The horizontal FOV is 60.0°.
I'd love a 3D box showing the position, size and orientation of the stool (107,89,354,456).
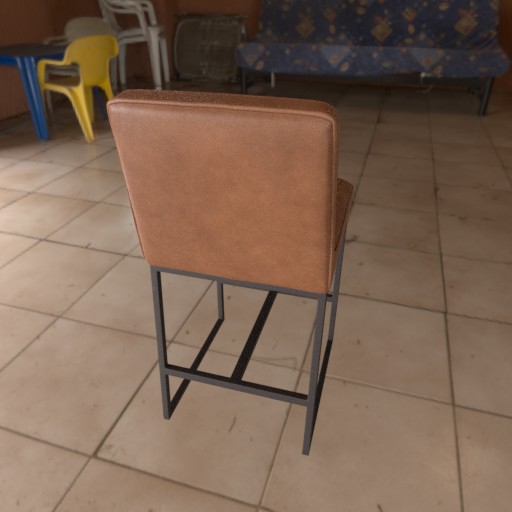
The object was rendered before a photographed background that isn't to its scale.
[{"bbox_3d":[0.000,0.000,1.219,0.458,0.940,0.556,9,32,14],"label":"stool"}]
